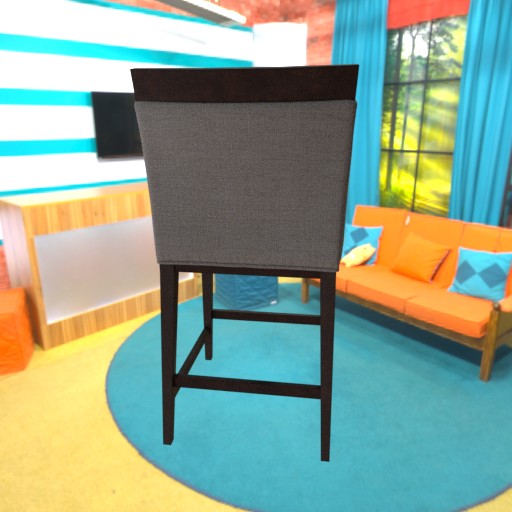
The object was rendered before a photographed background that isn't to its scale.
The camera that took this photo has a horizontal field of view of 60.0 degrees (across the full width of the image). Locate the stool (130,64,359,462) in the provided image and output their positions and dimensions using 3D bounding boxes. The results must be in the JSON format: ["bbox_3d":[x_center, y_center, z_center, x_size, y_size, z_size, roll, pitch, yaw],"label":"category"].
[{"bbox_3d":[0.000,0.000,1.329,0.512,1.009,0.531,2,17,8],"label":"stool"}]
